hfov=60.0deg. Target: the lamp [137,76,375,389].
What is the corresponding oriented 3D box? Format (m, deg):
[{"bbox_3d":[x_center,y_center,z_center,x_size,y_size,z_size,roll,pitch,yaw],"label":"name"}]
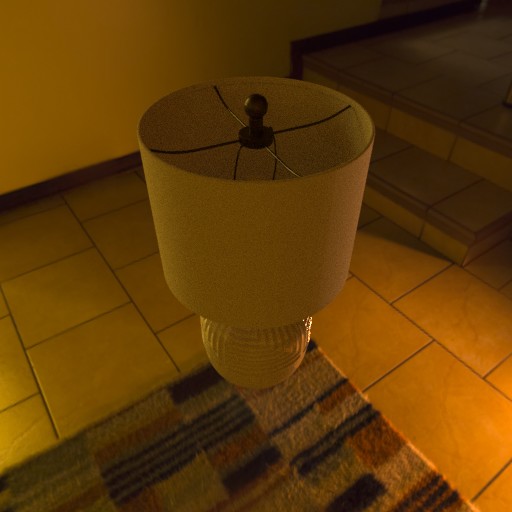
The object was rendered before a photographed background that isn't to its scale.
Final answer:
[{"bbox_3d":[0.000,0.000,0.768,0.318,0.567,0.318,0,42,0],"label":"lamp"}]
